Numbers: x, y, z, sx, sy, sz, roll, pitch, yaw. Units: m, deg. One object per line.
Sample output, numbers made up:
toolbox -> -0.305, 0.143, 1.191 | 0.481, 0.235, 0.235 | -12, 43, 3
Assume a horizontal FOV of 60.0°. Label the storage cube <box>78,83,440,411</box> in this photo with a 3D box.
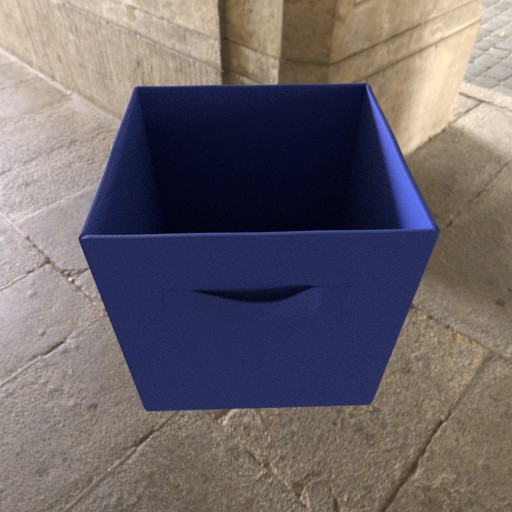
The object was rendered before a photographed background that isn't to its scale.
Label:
storage cube -> 0.000, 0.000, 0.504 | 0.270, 0.280, 0.270 | -1, 45, -1
